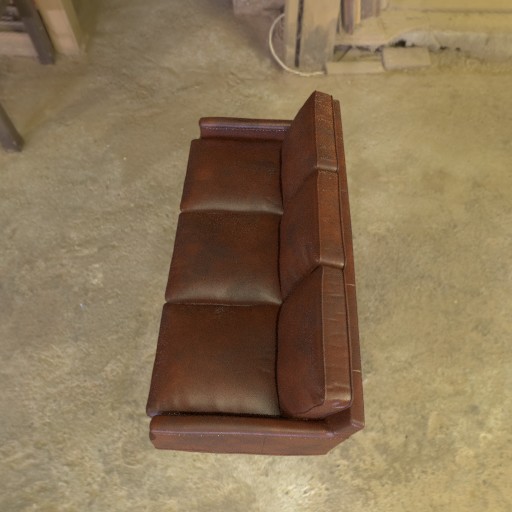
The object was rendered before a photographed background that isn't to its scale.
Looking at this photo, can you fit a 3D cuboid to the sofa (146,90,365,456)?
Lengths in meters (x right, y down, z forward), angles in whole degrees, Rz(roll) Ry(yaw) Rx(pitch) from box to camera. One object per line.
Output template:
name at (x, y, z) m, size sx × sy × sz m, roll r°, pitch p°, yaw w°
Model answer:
sofa at (0.000, 0.000, 2.818) m, size 1.084 × 1.003 × 2.240 m, roll 2°, pitch 59°, yaw 1°
